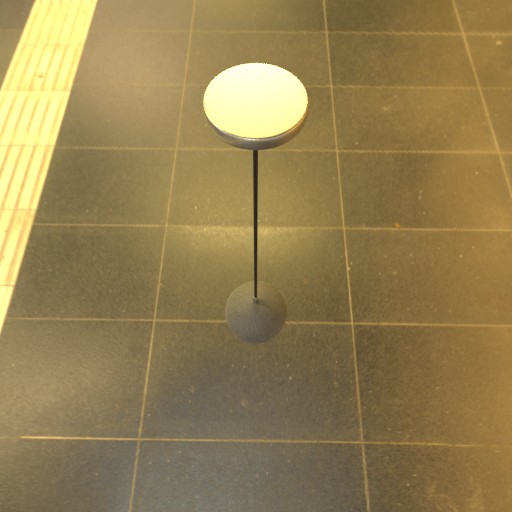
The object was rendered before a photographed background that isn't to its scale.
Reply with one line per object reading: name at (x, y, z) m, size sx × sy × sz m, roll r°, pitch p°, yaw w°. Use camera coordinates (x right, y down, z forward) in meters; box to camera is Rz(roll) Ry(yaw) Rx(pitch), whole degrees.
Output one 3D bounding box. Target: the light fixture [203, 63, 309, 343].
light fixture at (0.000, 0.000, 0.831) m, size 0.153 × 0.760 × 0.153 m, roll -17°, pitch 64°, yaw -8°
